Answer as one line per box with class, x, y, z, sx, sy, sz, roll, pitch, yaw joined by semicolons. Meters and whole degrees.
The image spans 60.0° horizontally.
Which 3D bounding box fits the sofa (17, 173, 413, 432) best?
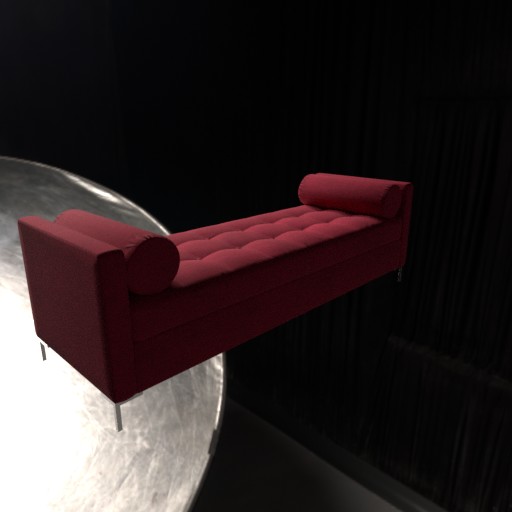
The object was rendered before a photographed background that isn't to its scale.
sofa;0.000;0.000;2.261;0.686;0.635;1.981;17;24;42
